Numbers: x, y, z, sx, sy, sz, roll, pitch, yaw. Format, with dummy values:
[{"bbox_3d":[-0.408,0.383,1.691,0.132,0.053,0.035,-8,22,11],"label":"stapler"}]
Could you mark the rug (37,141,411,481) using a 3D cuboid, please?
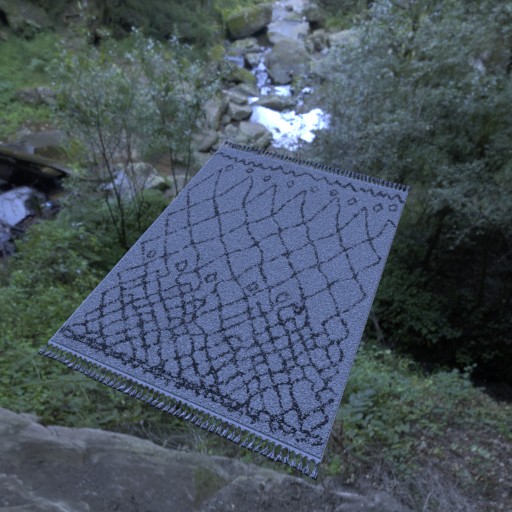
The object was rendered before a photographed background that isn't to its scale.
[{"bbox_3d":[0.000,0.000,2.931,1.613,0.017,2.312,18,49,16],"label":"rug"}]
